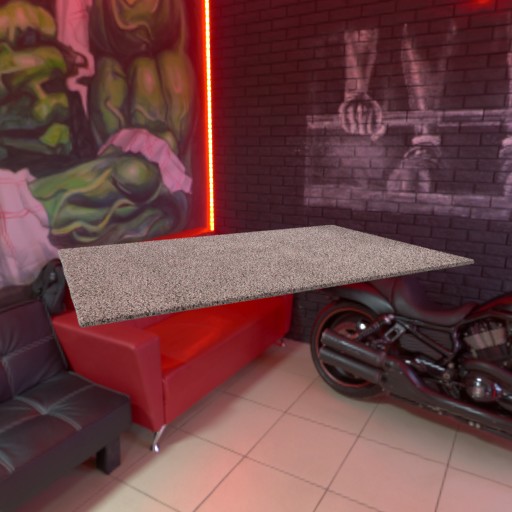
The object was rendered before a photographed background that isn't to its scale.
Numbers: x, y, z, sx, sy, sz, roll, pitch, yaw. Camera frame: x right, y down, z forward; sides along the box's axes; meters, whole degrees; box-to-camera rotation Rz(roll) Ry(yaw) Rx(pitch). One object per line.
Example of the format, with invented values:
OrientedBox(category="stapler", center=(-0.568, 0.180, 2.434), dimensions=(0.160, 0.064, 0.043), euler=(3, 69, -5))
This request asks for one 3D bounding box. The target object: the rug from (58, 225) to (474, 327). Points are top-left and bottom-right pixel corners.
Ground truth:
OrientedBox(category="rug", center=(0.000, 0.000, 3.451), dimensions=(2.743, 0.030, 1.778), euler=(-7, 15, -26))
